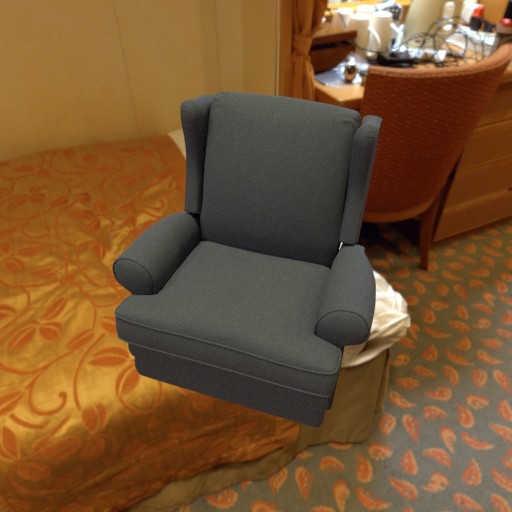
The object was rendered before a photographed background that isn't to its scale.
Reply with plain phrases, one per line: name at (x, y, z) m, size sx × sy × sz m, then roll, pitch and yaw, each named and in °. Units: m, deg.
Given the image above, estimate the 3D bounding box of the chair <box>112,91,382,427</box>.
chair at (0.000, 0.000, 1.774) m, size 0.971 × 1.020 × 0.877 m, roll 12°, pitch 43°, yaw 14°
